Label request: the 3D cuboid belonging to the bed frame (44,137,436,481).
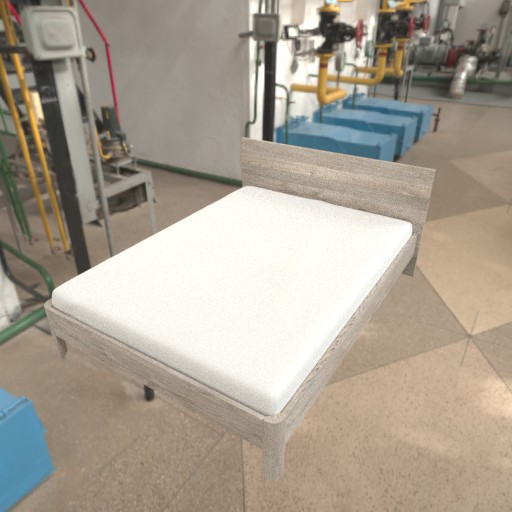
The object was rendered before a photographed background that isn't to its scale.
[{"bbox_3d":[0.000,0.000,2.673,1.490,0.800,1.950,17,34,28],"label":"bed frame"}]
